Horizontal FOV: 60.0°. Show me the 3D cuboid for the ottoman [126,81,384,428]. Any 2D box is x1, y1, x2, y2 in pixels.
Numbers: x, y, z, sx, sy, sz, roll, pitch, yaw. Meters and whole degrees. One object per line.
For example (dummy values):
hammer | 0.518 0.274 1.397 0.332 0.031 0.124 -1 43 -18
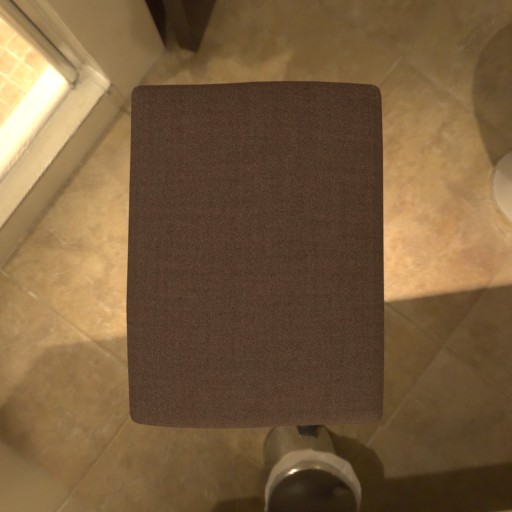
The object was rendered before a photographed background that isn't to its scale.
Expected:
ottoman | 0.000 0.000 1.212 0.599 0.555 0.809 0 89 1
